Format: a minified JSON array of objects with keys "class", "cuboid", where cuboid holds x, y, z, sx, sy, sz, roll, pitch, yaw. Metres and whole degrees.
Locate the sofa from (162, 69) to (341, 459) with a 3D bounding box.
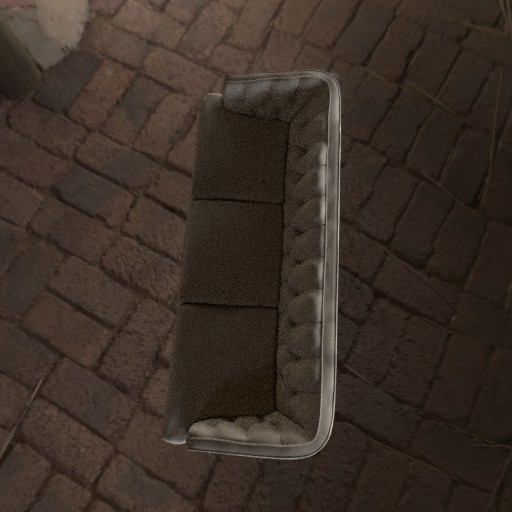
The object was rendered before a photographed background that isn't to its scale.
[{"class":"sofa","cuboid":[0.000,0.000,2.769,0.913,0.788,2.235,4,74,1]}]
